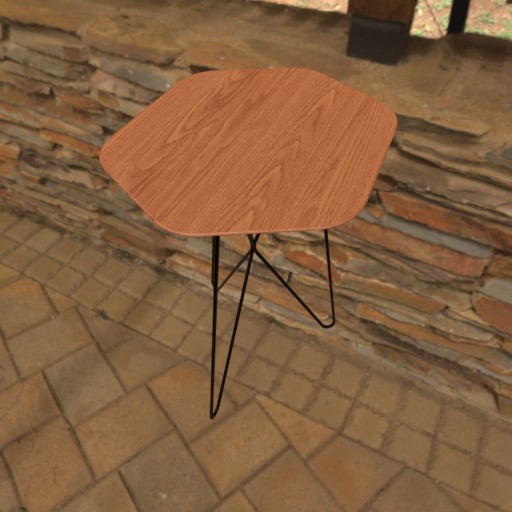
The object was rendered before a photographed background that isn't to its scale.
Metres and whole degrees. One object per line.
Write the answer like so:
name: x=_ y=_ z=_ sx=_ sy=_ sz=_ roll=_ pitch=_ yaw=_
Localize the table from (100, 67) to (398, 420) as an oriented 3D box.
table: x=0.000 y=0.000 z=0.895 sx=0.400 sy=0.562 sz=0.500 roll=17 pitch=49 yaw=16
